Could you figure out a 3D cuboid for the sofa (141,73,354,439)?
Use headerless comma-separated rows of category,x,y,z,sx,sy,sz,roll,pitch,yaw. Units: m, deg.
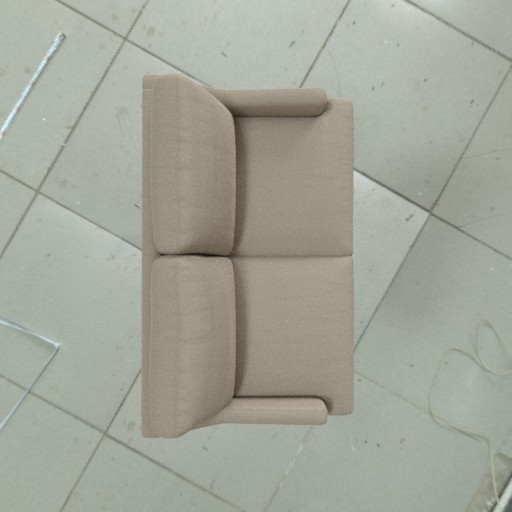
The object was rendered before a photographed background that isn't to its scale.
sofa,0.000,0.000,2.183,1.004,0.910,1.619,0,89,-1
